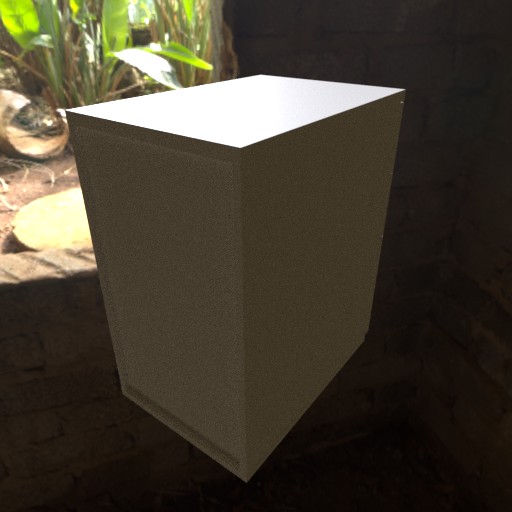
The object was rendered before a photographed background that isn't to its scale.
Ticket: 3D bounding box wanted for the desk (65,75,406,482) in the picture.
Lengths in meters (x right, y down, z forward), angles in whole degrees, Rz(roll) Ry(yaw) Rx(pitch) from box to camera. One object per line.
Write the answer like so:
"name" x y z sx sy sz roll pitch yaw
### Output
"desk" 0.000 0.000 1.073 0.404 0.730 0.600 20 35 32
